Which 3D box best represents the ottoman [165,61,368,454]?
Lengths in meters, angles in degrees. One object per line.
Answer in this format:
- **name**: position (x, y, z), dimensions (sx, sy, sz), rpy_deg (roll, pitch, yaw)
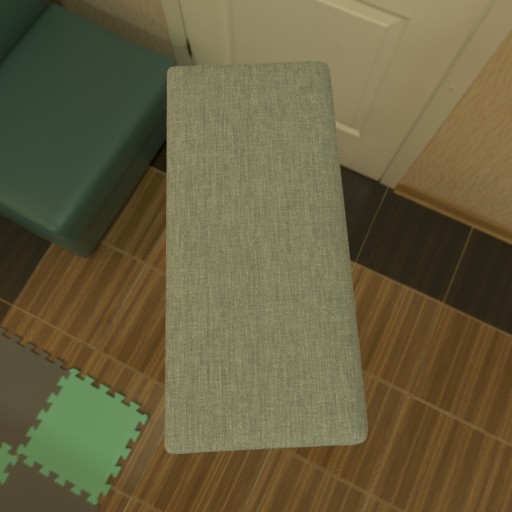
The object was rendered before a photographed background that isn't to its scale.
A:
- **ottoman**: position (0.000, 0.000, 1.154), dimensions (0.419, 0.432, 0.902), rpy_deg (-3, 75, -1)
